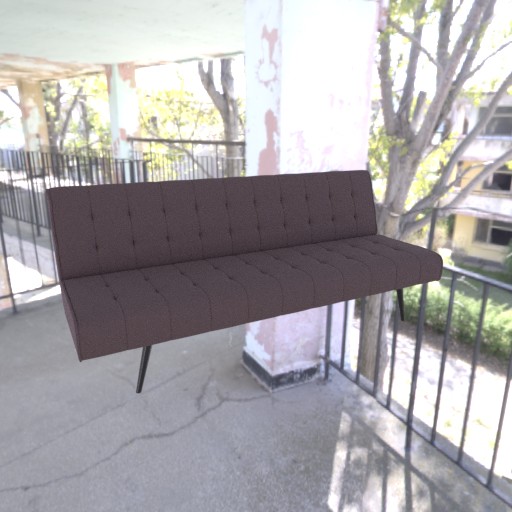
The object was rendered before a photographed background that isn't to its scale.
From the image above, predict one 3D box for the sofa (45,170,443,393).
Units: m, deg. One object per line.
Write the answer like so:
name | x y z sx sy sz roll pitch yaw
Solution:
sofa | 0.000 0.000 2.098 1.703 0.699 0.747 -9 18 -27
